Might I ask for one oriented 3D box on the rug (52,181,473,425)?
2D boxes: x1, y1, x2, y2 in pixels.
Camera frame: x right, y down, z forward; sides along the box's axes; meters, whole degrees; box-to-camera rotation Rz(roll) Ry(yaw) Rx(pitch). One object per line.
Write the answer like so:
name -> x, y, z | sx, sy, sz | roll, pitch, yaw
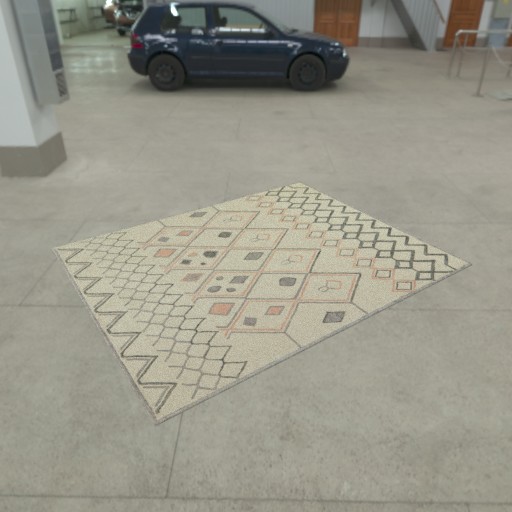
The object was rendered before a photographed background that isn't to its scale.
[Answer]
rug -> 0.000, 0.000, 4.097 | 3.050, 0.016, 2.441 | -19, 36, -29
